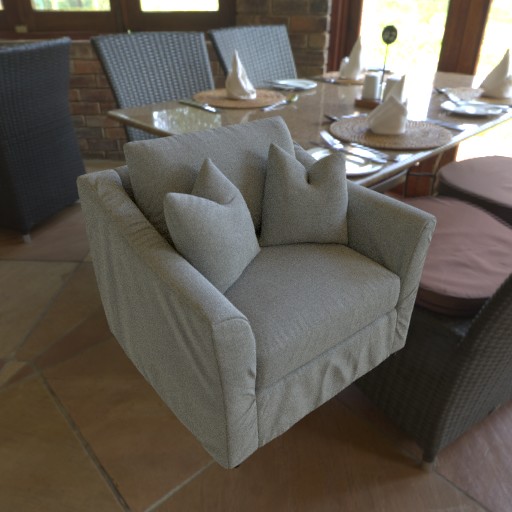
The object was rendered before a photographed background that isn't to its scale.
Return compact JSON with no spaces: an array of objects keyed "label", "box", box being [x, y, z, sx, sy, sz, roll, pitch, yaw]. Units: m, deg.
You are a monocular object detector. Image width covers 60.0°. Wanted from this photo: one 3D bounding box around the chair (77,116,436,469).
[{"label":"chair","box":[0.000,0.000,2.053,1.194,1.059,1.071,-22,37,-33]}]
